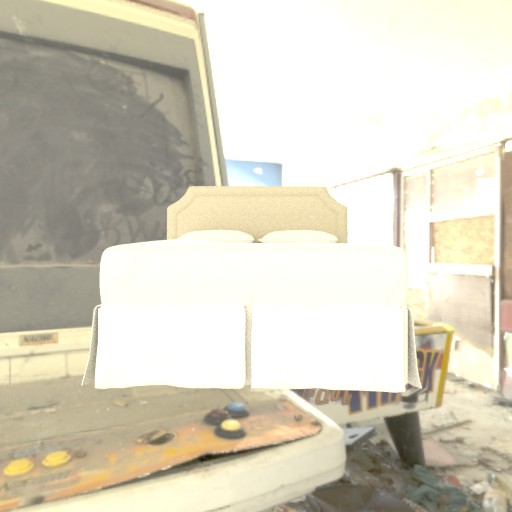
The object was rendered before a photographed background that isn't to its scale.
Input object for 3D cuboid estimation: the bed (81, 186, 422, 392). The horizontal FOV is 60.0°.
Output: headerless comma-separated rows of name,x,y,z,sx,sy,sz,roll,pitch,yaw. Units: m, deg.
bed,0.000,0.000,3.125,1.693,1.290,2.116,0,0,1
